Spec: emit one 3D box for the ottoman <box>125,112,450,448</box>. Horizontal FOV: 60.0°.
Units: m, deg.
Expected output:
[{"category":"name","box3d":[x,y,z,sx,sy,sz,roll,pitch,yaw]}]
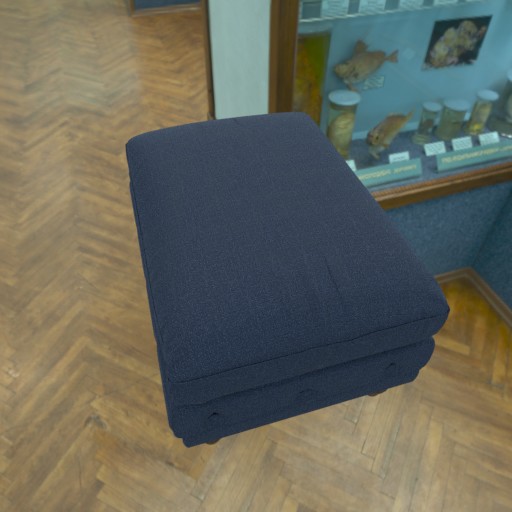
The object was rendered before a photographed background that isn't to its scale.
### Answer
[{"category":"ottoman","box3d":[0.000,0.000,1.121,0.558,0.486,0.767,-12,47,-12]}]
